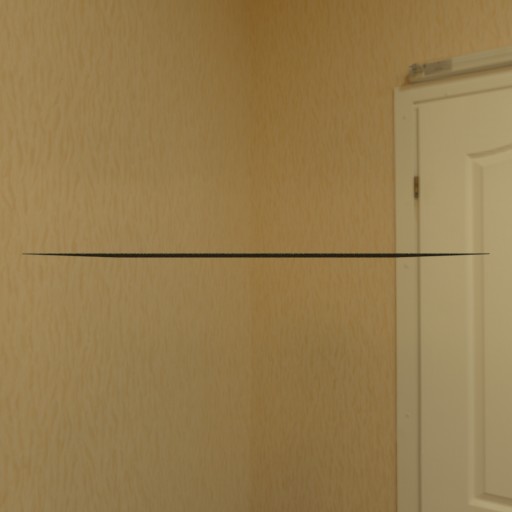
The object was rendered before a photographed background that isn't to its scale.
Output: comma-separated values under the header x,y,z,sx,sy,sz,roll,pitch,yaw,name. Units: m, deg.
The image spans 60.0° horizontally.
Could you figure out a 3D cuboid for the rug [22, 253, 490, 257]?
x,y,z,sx,sy,sz,roll,pitch,yaw,name
0.000,0.000,4.239,3.371,0.008,2.190,0,-1,0,rug
